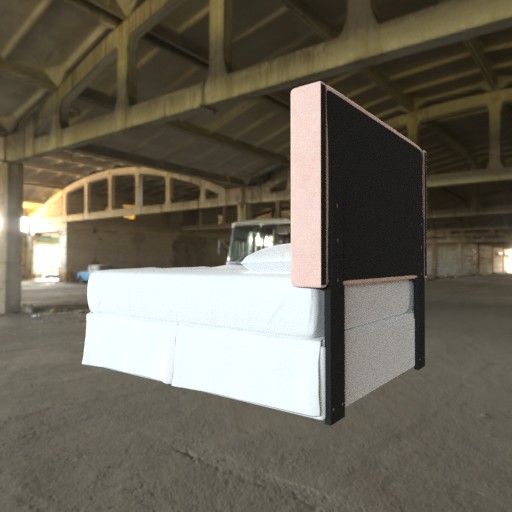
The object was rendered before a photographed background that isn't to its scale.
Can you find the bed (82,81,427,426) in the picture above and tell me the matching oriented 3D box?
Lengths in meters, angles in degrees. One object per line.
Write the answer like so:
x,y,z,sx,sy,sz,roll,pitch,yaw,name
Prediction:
0.000,0.000,3.380,2.066,1.665,1.719,-1,-1,37,bed
